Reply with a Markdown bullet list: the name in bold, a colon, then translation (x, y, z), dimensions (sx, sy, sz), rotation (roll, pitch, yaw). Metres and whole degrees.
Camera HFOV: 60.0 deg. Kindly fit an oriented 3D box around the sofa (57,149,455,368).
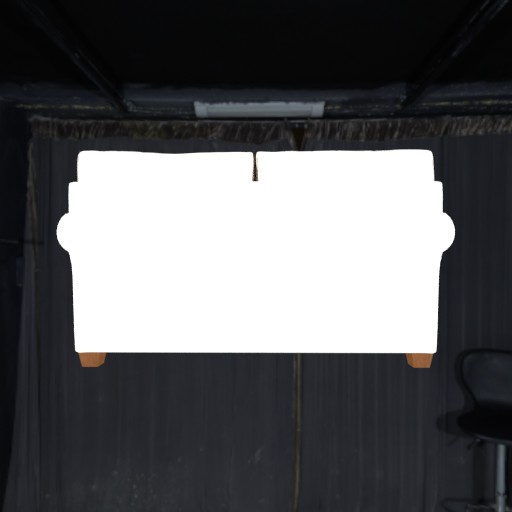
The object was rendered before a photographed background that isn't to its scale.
- **sofa**: translation (0.000, 0.000, 2.274), dimensions (1.701, 0.966, 0.966), rotation (0, -1, 1)
